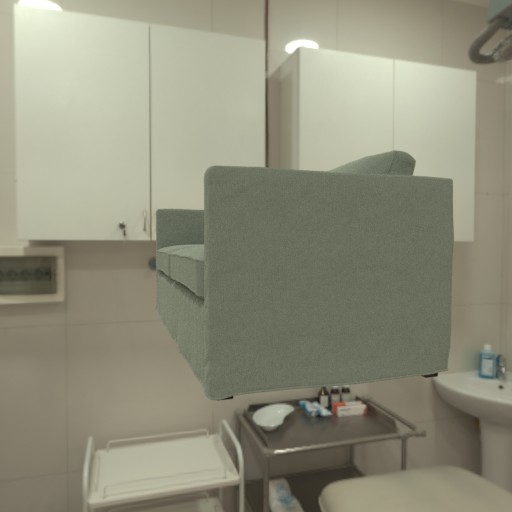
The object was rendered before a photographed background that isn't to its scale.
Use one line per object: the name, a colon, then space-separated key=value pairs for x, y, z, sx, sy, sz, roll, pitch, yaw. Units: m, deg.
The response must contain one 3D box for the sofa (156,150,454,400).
sofa: x=0.000 y=0.000 z=2.422 sx=0.940 sy=0.870 sz=1.987 roll=-1 pitch=2 yaw=-17
